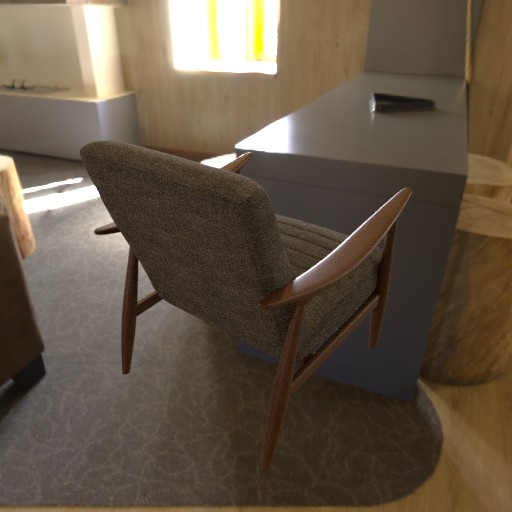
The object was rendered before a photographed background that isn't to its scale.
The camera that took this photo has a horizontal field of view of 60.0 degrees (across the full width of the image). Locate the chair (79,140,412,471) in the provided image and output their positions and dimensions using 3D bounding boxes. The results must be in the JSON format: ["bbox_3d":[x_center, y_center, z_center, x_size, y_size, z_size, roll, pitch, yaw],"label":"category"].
[{"bbox_3d":[0.000,0.000,1.444,0.741,0.832,0.798,21,35,32],"label":"chair"}]
